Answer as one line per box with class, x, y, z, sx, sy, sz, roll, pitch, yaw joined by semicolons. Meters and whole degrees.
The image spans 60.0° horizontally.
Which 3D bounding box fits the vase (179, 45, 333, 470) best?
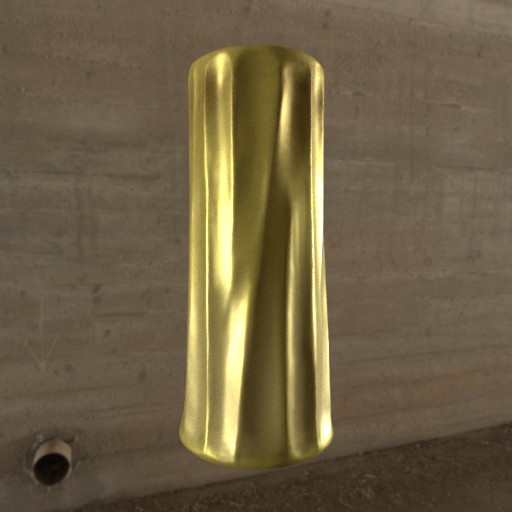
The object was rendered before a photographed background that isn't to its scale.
vase;0.000;0.000;0.175;0.061;0.143;0.061;0;2;0
